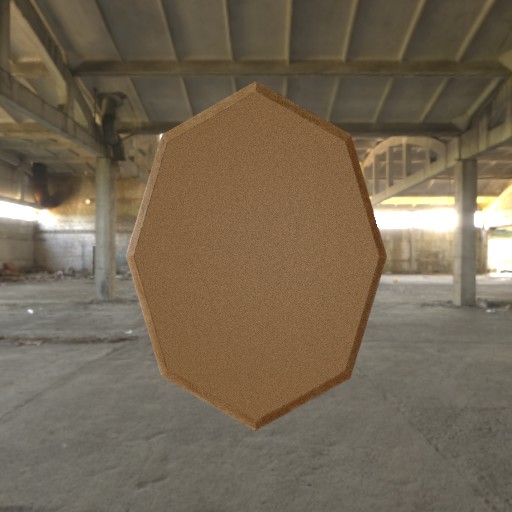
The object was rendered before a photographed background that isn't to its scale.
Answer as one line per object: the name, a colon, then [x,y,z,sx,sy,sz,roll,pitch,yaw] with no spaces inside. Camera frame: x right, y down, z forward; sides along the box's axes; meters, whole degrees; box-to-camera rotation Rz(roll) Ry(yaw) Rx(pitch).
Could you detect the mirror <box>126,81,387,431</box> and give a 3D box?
mirror: [0.000,0.000,1.010,0.577,0.774,0.070,0,0,1]
